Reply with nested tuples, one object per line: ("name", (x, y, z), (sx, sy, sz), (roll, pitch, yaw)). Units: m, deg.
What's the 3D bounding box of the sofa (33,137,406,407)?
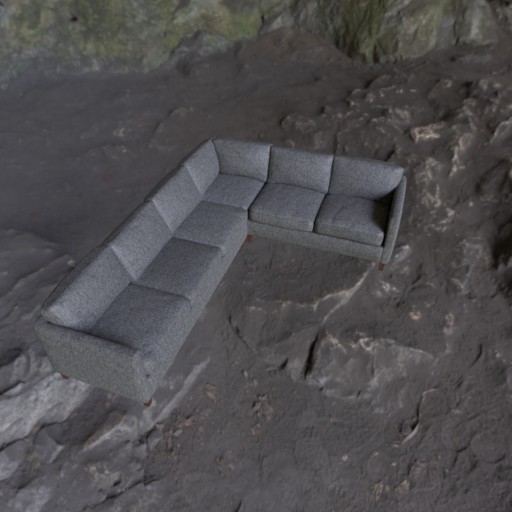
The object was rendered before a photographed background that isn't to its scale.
("sofa", (0.000, 0.000, 4.400), (2.593, 0.947, 3.302), (13, 42, 15))
